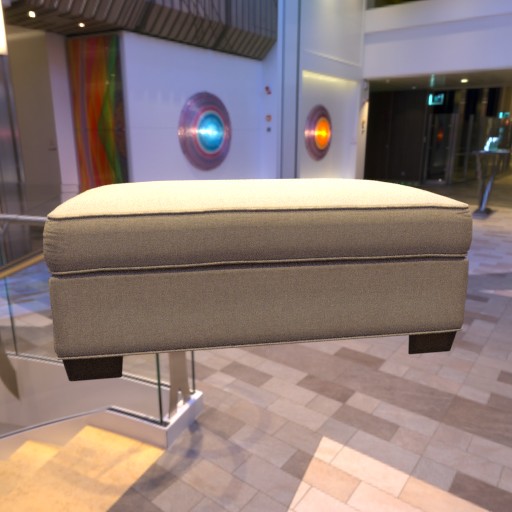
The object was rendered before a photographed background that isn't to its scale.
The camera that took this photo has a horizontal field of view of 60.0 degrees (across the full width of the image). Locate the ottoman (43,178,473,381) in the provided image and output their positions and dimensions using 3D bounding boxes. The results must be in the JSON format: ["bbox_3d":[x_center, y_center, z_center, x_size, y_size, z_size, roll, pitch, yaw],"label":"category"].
[{"bbox_3d":[0.000,0.000,1.411,1.097,0.461,0.617,-2,15,-9],"label":"ottoman"}]
